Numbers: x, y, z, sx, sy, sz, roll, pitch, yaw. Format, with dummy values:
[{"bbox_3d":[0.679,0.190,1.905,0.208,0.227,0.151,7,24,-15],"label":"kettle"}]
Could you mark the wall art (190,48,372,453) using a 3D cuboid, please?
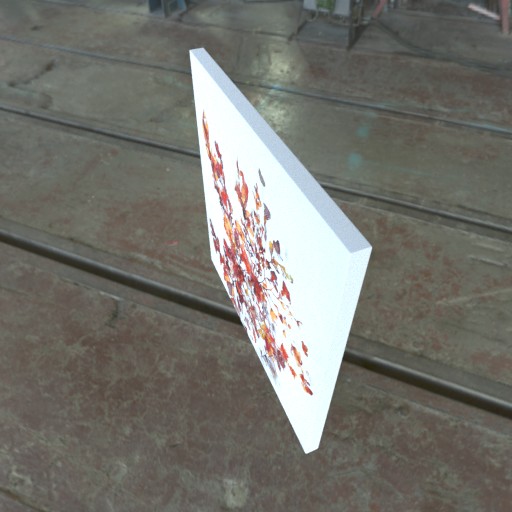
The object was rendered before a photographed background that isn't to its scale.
[{"bbox_3d":[0.000,0.000,1.131,0.037,0.757,0.757,-17,49,-16],"label":"wall art"}]
